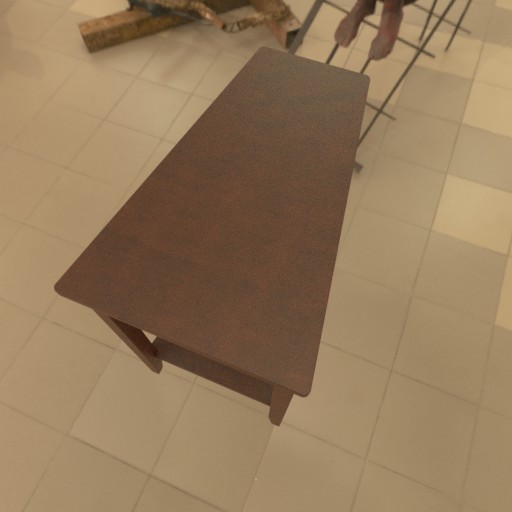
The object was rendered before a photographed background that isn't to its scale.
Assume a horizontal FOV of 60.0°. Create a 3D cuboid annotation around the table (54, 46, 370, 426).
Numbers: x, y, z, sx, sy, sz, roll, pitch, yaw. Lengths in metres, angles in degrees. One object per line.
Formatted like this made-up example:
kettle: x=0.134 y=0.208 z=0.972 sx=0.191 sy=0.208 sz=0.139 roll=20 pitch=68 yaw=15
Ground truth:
table: x=0.000 y=0.000 z=1.003 sx=0.399 sy=0.589 sz=0.605 roll=20 pitch=65 yaw=10
